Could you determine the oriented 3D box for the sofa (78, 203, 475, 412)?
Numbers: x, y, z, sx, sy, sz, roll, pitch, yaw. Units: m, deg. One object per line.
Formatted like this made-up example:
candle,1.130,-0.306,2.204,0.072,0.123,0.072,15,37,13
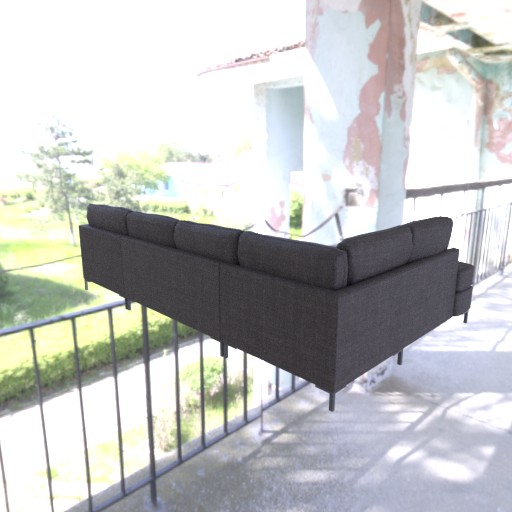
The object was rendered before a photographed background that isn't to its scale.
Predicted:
sofa,0.000,0.000,4.352,2.048,0.999,3.423,-13,19,-43
